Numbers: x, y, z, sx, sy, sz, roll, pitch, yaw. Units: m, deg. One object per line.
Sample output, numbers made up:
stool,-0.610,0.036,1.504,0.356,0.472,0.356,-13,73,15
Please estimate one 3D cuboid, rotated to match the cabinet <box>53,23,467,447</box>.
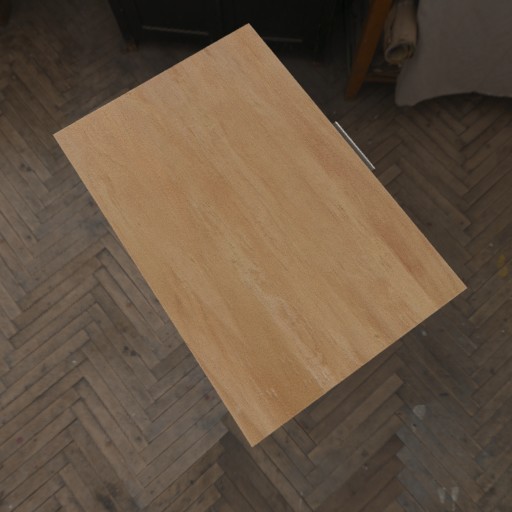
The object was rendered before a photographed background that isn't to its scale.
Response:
cabinet,0.000,0.000,0.953,0.394,0.599,0.551,-34,78,-8
